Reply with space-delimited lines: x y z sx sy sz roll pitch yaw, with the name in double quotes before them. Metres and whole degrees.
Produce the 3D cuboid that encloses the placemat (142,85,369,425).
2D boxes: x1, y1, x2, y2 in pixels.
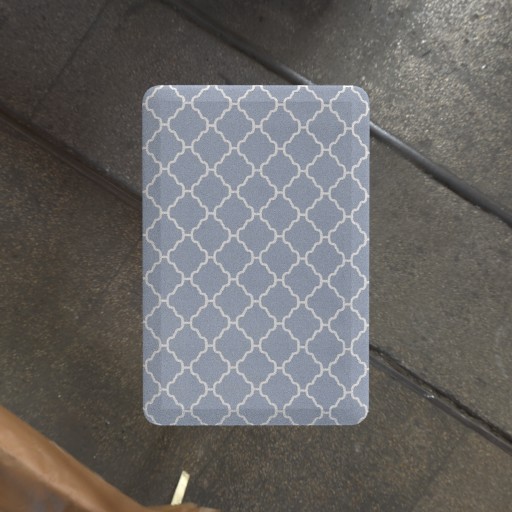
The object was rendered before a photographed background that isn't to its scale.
"placemat" 0.000 0.000 0.988 0.508 0.021 0.762 0 91 0
